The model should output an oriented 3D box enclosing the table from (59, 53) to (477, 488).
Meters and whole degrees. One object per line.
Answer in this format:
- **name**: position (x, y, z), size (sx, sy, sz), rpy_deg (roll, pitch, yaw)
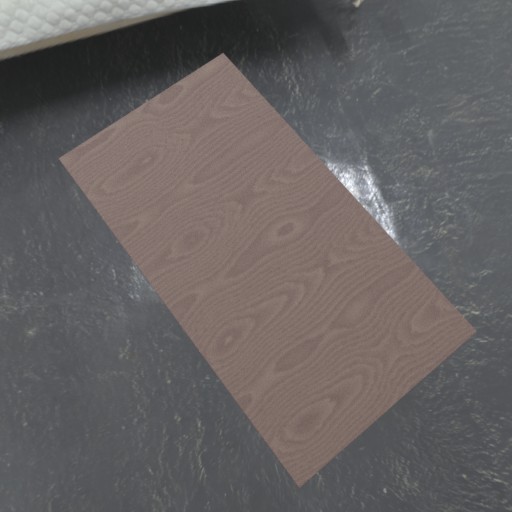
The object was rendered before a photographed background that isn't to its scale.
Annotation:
- **table**: position (0.000, 0.000, 1.493), size (0.651, 0.347, 1.197), rpy_deg (-37, 77, -10)
